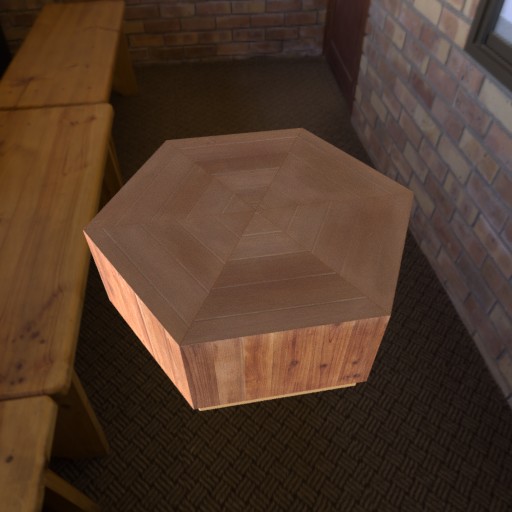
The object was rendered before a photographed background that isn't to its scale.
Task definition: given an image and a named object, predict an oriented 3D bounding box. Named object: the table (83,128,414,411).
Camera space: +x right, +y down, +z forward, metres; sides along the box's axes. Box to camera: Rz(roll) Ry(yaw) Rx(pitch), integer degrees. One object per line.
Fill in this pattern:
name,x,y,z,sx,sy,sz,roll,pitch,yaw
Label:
table,0.000,0.000,1.688,1.000,0.456,1.154,-31,54,-26
